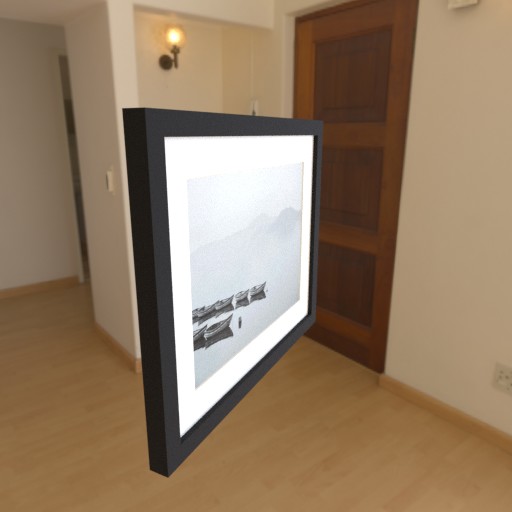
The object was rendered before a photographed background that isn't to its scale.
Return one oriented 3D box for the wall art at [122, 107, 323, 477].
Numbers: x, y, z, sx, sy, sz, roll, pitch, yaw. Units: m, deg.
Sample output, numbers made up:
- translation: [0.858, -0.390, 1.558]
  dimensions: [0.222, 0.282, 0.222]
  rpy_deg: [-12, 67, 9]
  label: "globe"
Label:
- translation: [0.000, 0.000, 0.756]
  dimensions: [0.030, 0.454, 0.554]
  rpy_deg: [8, 17, 26]
  label: "wall art"
